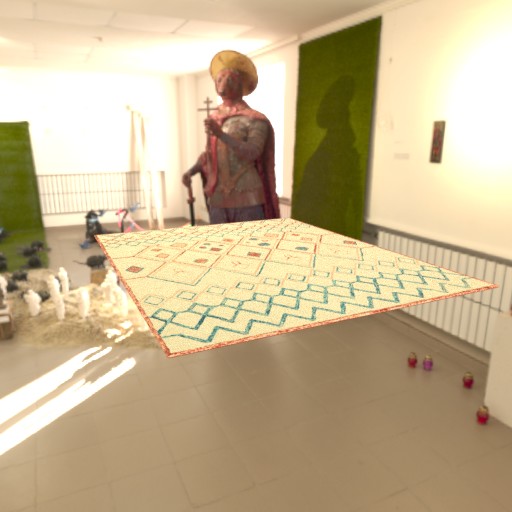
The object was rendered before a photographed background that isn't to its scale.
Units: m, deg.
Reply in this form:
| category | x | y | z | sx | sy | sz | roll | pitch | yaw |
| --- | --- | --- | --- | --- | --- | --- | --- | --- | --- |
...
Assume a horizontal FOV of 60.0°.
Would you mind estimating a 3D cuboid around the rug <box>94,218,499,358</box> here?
| category | x | y | z | sx | sy | sz | roll | pitch | yaw |
| --- | --- | --- | --- | --- | --- | --- | --- | --- | --- |
| rug | 0.000 | 0.000 | 4.013 | 2.441 | 0.016 | 3.050 | -7 | 17 | -25 |
